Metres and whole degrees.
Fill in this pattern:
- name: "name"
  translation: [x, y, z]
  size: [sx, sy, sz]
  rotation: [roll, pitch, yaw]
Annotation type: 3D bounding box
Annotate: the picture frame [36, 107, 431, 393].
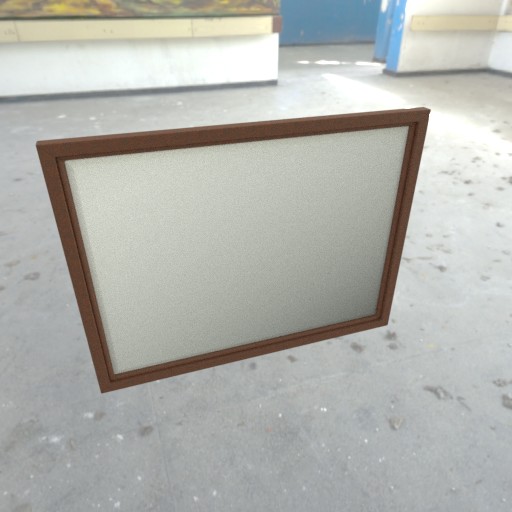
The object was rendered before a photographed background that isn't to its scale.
- name: "picture frame"
  translation: [0.000, 0.000, 1.715]
  size: [1.329, 1.018, 0.045]
  rotation: [-10, 33, -16]
